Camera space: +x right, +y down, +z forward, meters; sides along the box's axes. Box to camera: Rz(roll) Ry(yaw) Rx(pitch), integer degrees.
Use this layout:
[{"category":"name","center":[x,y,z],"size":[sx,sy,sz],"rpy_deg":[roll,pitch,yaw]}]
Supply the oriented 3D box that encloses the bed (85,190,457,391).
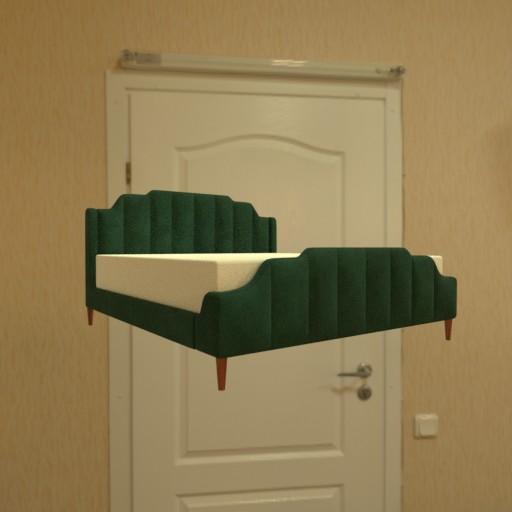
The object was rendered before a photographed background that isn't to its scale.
[{"category":"bed","center":[0.000,0.000,3.604],"size":[2.074,1.245,2.340],"rpy_deg":[-1,1,-36]}]
